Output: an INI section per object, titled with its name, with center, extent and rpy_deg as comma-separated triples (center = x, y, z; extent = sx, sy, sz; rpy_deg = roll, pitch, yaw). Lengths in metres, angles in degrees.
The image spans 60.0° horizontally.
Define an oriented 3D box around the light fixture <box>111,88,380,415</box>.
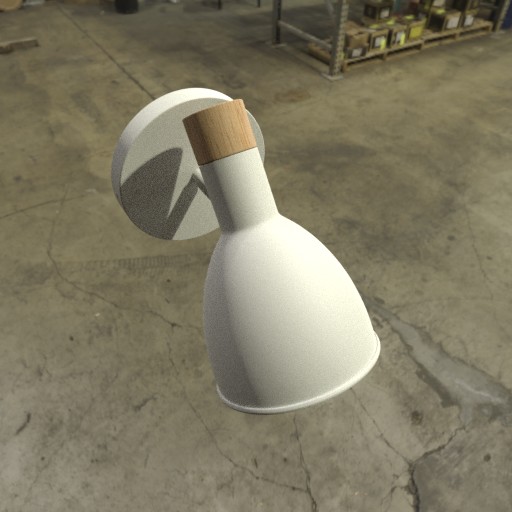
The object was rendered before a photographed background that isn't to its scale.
[light fixture]
center = 0.000, 0.000, 0.315
extent = 0.127, 0.199, 0.209
rpy_deg = -24, 49, -23
